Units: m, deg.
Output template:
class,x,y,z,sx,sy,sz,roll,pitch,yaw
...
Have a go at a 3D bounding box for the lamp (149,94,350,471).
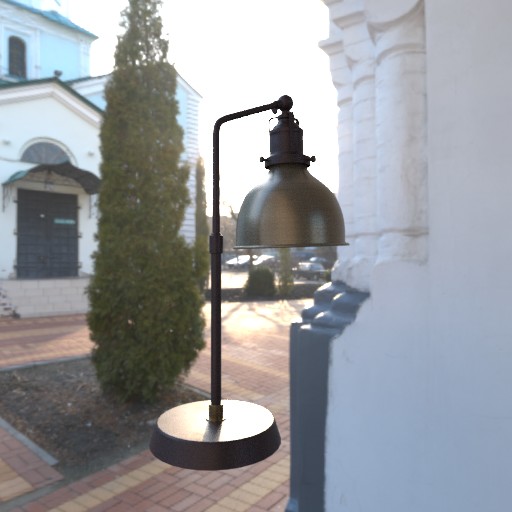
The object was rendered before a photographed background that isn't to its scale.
class,x,y,z,sx,sy,sz,roll,pitch,yaw
lamp,0.000,0.000,0.608,0.298,0.469,0.175,0,0,-36
